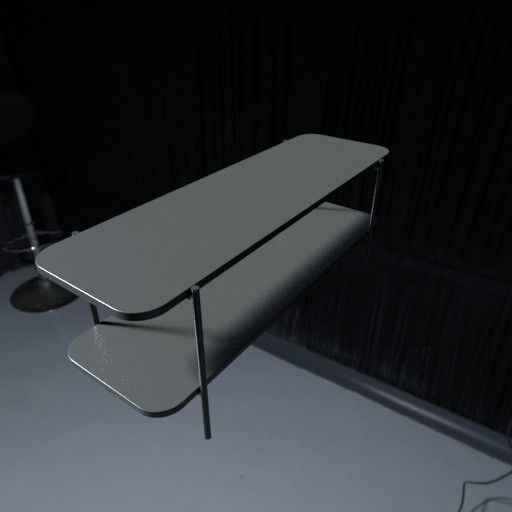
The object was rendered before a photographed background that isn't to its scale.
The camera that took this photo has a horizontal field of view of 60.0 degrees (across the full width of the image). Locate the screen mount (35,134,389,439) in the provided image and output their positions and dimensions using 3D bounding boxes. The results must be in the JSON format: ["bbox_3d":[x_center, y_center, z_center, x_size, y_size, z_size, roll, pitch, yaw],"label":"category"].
[{"bbox_3d":[0.000,0.000,1.390,0.400,0.447,1.200,21,37,30],"label":"screen mount"}]
